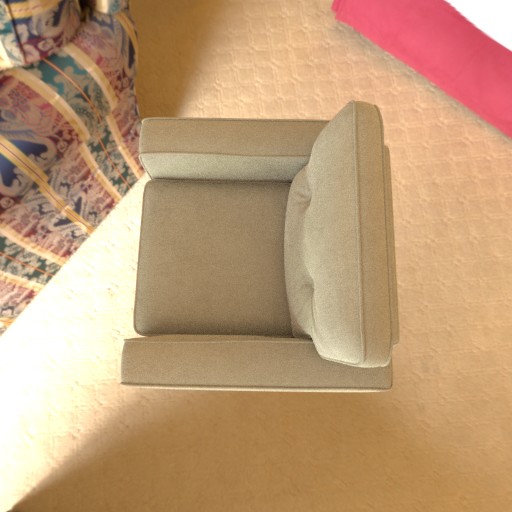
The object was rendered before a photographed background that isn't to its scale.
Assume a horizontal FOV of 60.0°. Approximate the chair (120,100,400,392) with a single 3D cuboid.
[{"bbox_3d":[0.000,0.000,1.746,0.939,0.965,1.015,1,77,0],"label":"chair"}]
